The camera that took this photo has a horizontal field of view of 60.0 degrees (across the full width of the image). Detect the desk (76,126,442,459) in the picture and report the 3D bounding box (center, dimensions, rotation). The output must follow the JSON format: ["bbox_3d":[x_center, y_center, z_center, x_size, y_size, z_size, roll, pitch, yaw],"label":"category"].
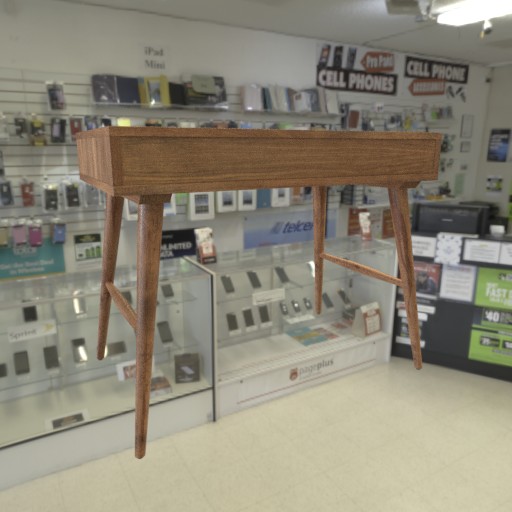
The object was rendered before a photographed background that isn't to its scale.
[{"bbox_3d":[0.000,0.000,1.415,0.949,0.758,0.588,-7,16,-27],"label":"desk"}]
